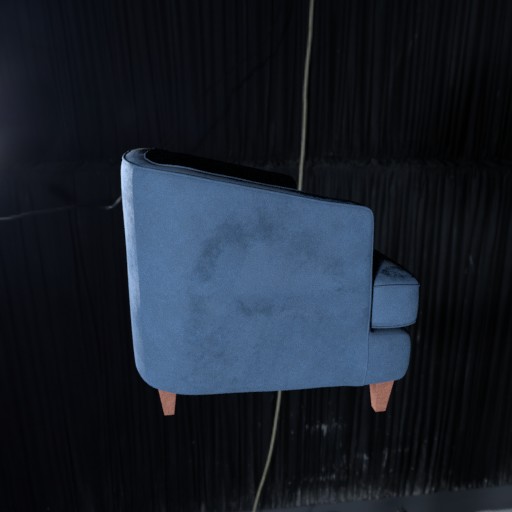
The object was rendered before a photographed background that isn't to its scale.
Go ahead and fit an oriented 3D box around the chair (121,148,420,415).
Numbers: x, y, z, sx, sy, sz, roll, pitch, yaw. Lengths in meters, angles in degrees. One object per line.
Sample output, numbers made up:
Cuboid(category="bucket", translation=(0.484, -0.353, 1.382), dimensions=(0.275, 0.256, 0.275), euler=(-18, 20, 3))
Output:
Cuboid(category="chair", translation=(0.000, 0.000, 1.802), dimensions=(0.940, 0.852, 1.094), euler=(-2, 15, -8))
